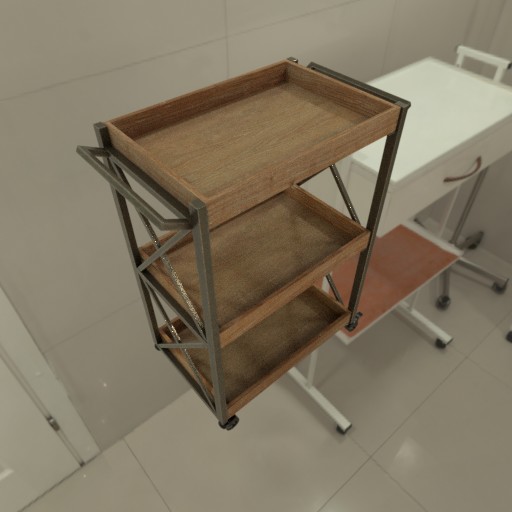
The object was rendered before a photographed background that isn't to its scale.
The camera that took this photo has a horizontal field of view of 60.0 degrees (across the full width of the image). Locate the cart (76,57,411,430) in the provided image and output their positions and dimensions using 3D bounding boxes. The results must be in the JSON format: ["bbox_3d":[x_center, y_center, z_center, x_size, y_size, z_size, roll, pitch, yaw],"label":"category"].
[{"bbox_3d":[0.000,0.000,1.225,0.673,0.835,0.377,-31,52,-28],"label":"cart"}]
